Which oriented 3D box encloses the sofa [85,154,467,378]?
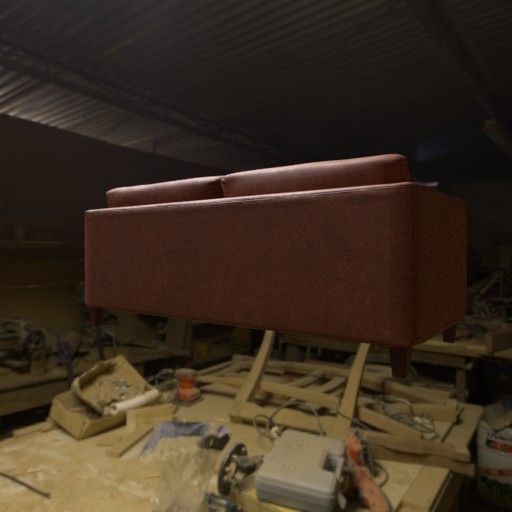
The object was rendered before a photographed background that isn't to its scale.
[{"bbox_3d":[0.000,0.000,2.694,2.204,0.932,0.950,1,1,36],"label":"sofa"}]
